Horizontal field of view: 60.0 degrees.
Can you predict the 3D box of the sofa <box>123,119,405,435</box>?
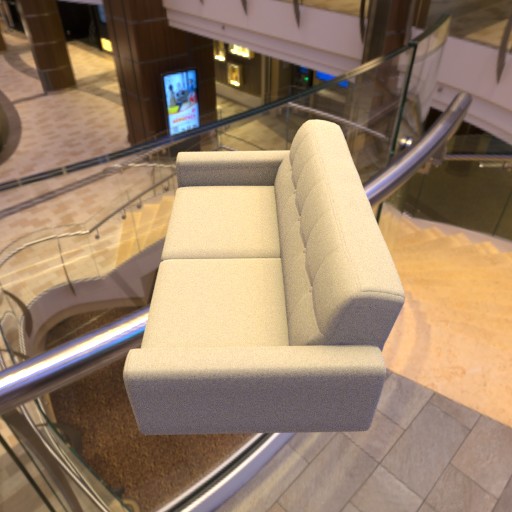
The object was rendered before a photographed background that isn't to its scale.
[{"bbox_3d":[0.000,0.000,2.252,0.980,0.892,1.655,-1,40,-1],"label":"sofa"}]
